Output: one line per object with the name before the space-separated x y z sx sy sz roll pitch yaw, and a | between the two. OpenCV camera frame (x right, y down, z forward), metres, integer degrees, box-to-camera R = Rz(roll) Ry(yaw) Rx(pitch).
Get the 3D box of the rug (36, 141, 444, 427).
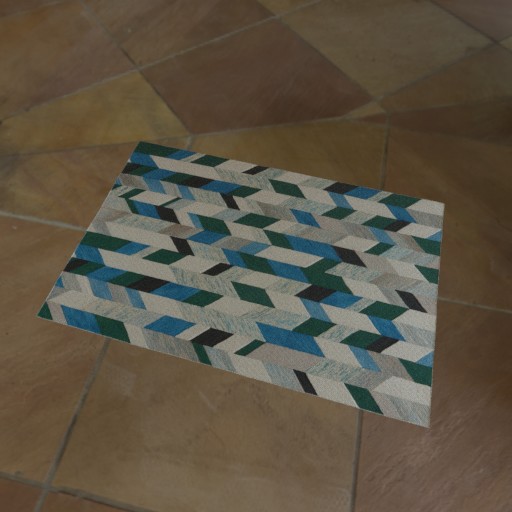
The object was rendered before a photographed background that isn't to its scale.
rug | 0.000 0.000 2.273 1.827 0.005 1.229 13 59 8
